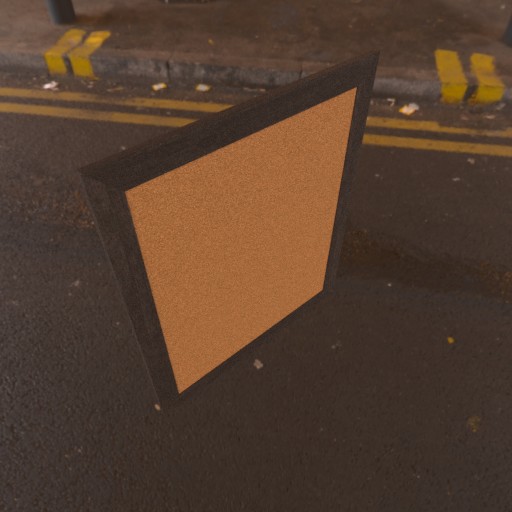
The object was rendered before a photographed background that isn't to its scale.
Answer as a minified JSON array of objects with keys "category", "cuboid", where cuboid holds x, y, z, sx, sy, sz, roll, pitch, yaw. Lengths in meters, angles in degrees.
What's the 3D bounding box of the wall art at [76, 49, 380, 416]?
[{"category":"wall art","cuboid":[0.000,0.000,0.763,0.476,0.570,0.013,-32,54,-27]}]
